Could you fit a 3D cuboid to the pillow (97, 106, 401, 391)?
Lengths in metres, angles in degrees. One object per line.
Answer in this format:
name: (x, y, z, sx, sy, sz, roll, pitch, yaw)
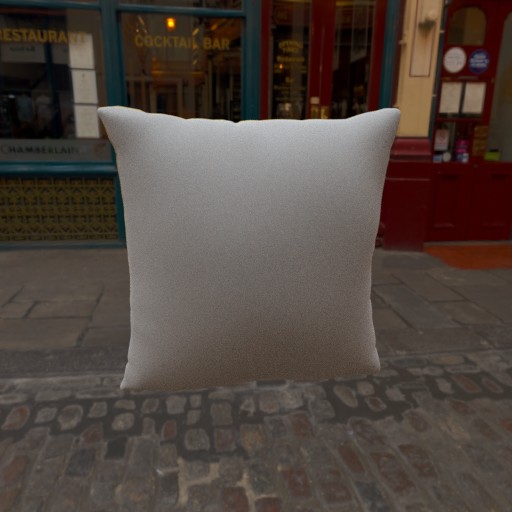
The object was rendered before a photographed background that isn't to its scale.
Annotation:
pillow: (0.000, 0.000, 0.703, 0.450, 0.450, 0.211, -2, 15, -8)
